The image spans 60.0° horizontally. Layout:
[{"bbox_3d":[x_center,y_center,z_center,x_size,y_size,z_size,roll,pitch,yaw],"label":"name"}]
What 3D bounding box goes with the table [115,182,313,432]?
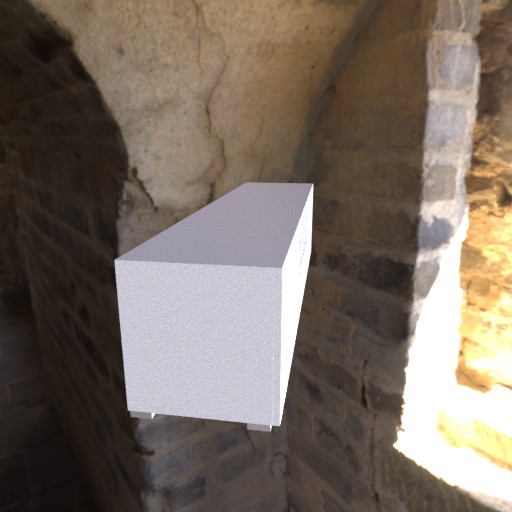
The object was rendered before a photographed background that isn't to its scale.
[{"bbox_3d":[0.000,0.000,1.832,0.390,0.420,1.650,3,16,9],"label":"table"}]
